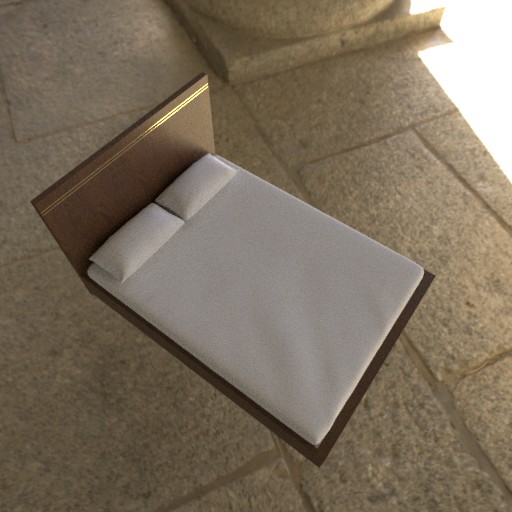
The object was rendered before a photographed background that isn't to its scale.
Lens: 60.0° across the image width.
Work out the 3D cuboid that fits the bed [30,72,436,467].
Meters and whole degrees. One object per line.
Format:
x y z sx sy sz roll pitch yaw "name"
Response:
0.000 0.000 3.172 2.221 1.169 1.613 32 62 19 "bed"
